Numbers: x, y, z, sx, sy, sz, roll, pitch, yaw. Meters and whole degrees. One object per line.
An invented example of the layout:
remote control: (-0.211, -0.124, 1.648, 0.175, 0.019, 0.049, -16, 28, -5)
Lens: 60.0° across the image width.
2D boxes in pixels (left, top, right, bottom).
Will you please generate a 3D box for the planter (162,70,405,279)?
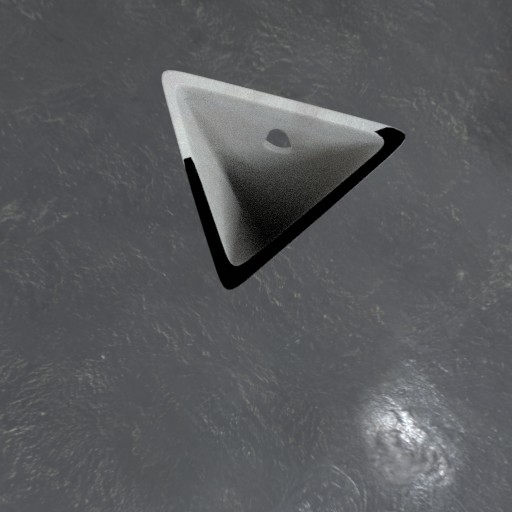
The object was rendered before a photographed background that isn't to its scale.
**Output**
planter: (0.000, 0.000, 0.160, 0.058, 0.130, 0.047, 16, 77, 4)
